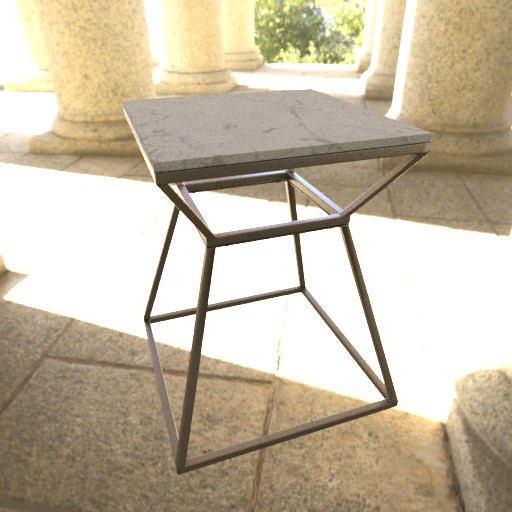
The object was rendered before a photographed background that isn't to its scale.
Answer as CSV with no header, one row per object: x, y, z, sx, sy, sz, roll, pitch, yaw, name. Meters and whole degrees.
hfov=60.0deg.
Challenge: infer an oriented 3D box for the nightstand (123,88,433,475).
0.000,0.000,0.890,0.455,0.554,0.455,-10,31,-17,nightstand
